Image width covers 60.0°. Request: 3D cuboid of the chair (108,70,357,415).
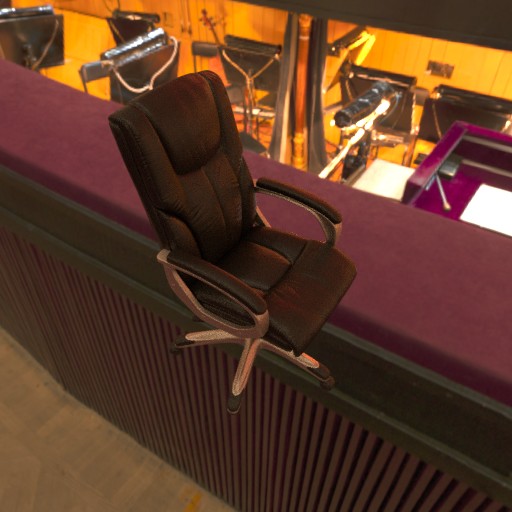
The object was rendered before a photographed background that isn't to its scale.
[{"bbox_3d":[0.000,0.000,1.670,0.780,1.145,0.700,24,47,24],"label":"chair"}]
